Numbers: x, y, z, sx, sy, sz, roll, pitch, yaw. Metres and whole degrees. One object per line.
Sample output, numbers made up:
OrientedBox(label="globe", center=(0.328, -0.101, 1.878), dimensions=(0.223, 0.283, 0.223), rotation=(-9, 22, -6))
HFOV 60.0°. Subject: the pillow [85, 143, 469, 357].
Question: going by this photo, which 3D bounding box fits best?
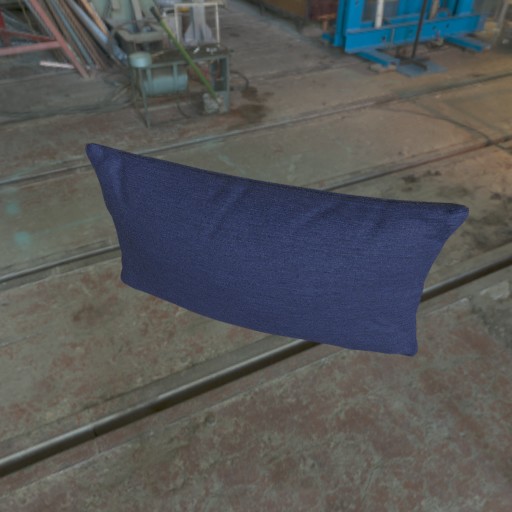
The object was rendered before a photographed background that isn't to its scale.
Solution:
OrientedBox(label="pillow", center=(0.000, 0.000, 0.799), dimensions=(0.633, 0.338, 0.210), rotation=(12, 42, 14))
